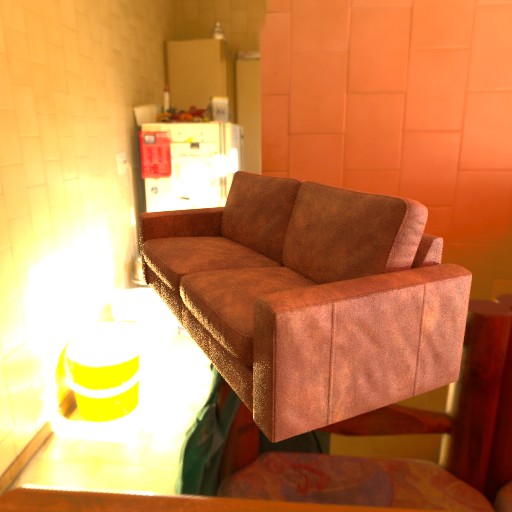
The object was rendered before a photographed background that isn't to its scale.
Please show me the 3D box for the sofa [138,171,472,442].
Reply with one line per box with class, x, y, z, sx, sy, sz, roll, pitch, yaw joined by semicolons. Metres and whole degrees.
sofa;0.000;0.000;2.660;1.016;0.873;2.179;-7;17;-25
